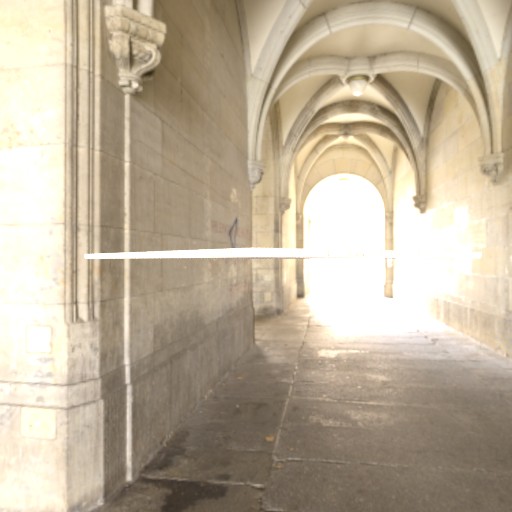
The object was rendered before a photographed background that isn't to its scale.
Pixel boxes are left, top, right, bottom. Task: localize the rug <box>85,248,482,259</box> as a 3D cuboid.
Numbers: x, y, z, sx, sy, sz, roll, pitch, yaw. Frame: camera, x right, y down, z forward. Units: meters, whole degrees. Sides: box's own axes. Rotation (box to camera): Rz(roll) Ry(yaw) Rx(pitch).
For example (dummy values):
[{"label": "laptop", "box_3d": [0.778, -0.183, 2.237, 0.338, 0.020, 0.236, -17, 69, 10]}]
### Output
[{"label": "rug", "box_3d": [0.000, 0.000, 2.155, 1.199, 0.025, 1.600, 0, -1, -36]}]
